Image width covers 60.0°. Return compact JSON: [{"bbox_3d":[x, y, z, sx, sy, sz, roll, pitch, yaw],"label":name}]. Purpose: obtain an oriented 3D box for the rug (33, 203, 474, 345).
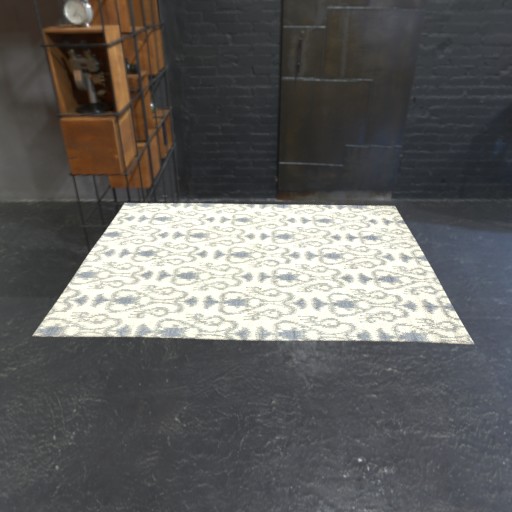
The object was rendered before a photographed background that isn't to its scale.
[{"bbox_3d":[0.000,0.000,2.973,2.261,0.013,1.676,1,31,1],"label":"rug"}]
